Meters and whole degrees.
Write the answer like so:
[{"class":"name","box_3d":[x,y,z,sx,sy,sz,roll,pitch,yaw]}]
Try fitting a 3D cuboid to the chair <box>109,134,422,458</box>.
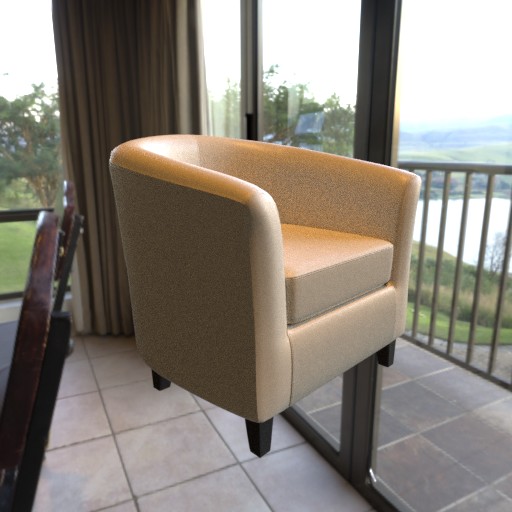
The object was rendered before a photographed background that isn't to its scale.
[{"class":"chair","box_3d":[0.000,0.000,1.410,0.727,0.756,0.792,13,19,43]}]
